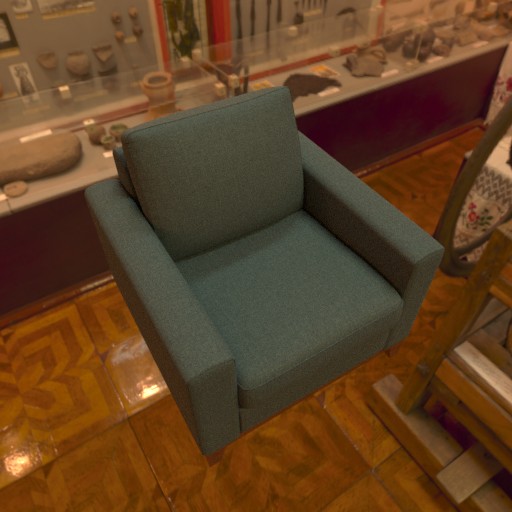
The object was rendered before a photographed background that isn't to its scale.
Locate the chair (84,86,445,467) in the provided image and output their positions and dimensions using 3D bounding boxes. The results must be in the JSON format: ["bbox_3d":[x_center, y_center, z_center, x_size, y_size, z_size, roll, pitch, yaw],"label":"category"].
[{"bbox_3d":[0.000,0.000,1.813,1.024,1.010,1.038,-24,51,-21],"label":"chair"}]
